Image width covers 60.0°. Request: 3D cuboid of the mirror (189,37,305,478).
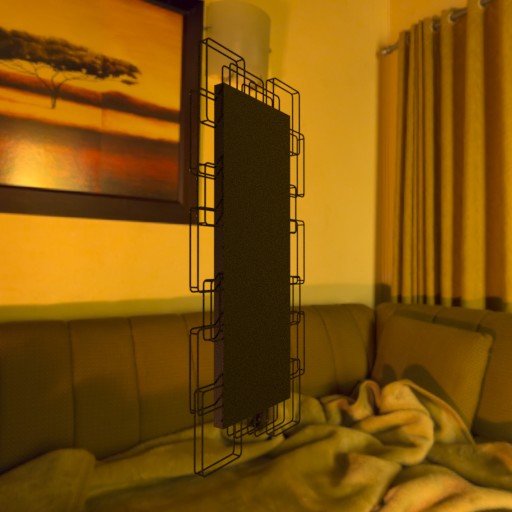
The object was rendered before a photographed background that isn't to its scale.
[{"bbox_3d":[0.000,0.000,1.406,0.037,1.192,0.565,-1,-1,36],"label":"mirror"}]
